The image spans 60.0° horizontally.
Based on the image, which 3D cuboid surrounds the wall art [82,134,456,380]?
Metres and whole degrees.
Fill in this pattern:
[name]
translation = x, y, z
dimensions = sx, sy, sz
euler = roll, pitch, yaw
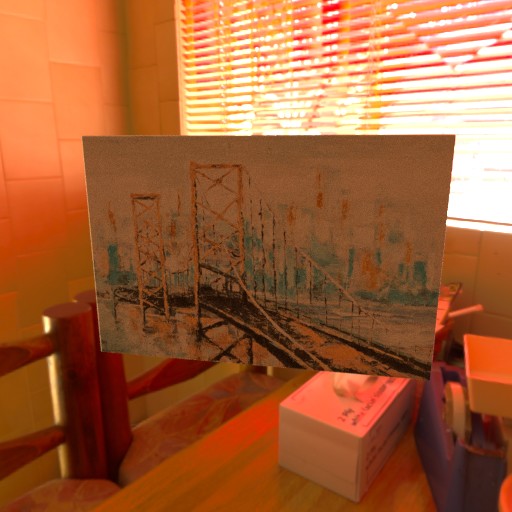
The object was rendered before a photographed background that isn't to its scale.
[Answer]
[wall art]
translation = 0.000, 0.000, 1.157
dimensions = 0.913, 0.609, 0.038
euler = 3, 14, 10
